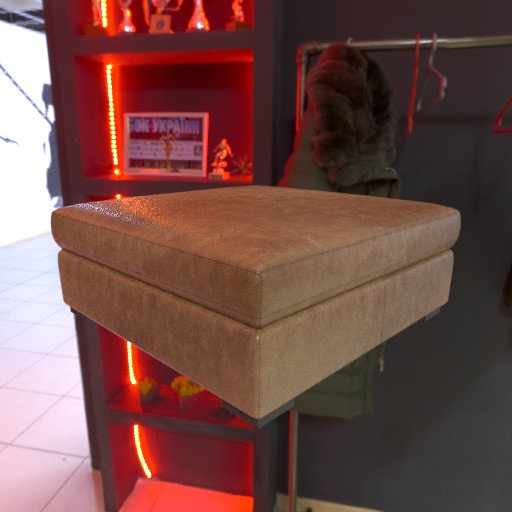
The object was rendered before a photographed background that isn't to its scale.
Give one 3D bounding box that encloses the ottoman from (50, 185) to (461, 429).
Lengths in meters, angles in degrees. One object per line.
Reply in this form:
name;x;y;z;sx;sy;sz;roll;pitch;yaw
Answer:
ottoman;0.000;0.000;1.796;1.169;0.483;1.168;14;21;43
